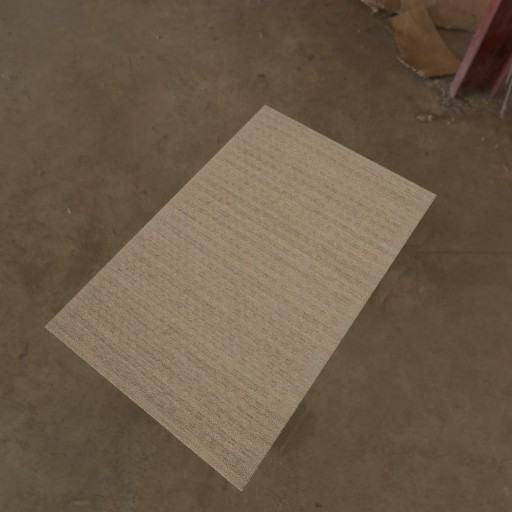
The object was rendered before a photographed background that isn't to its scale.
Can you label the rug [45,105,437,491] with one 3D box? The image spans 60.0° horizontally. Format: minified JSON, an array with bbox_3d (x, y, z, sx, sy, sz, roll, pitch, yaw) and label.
[{"bbox_3d":[0.000,0.000,2.226,1.142,0.006,1.752,33,67,16],"label":"rug"}]
